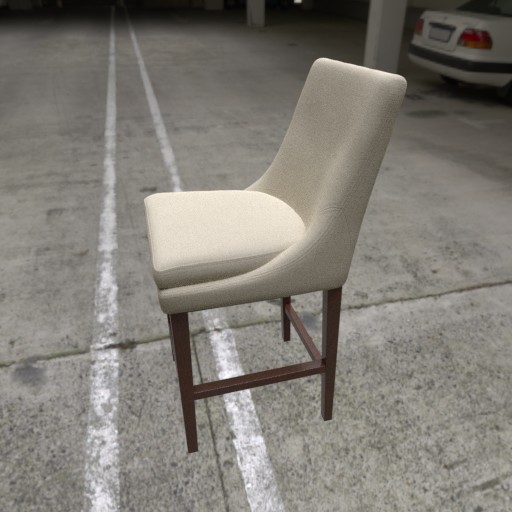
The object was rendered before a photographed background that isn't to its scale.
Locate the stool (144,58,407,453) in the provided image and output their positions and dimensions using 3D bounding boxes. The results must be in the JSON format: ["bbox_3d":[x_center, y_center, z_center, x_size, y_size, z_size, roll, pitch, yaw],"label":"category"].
[{"bbox_3d":[0.000,0.000,1.249,0.577,0.981,0.470,-8,30,-13],"label":"stool"}]
